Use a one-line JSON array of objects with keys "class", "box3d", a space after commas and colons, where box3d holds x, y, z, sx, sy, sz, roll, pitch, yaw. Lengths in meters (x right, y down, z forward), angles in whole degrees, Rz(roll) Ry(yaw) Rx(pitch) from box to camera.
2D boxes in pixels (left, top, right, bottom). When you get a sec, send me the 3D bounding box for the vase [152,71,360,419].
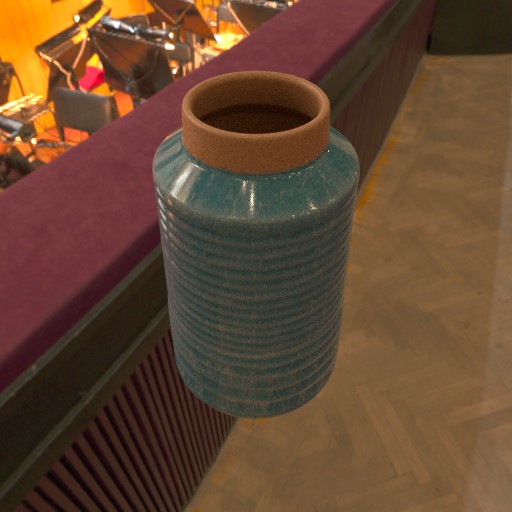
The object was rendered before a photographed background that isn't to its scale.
[{"class": "vase", "box3d": [0.000, 0.000, 0.364, 0.163, 0.267, 0.163, 0, 45, 0]}]
